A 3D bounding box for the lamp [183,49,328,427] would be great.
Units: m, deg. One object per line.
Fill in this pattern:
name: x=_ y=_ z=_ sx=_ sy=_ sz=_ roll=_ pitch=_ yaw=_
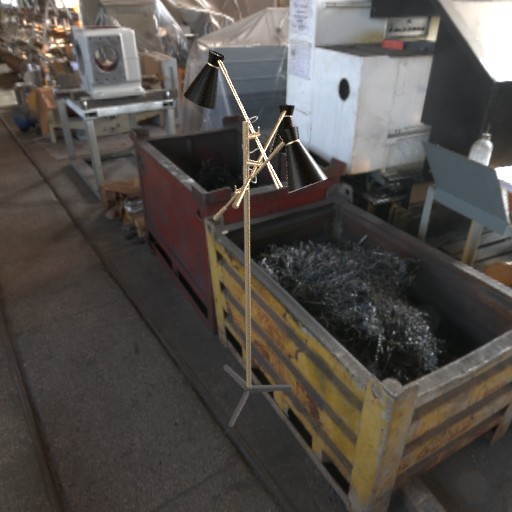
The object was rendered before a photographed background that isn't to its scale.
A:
lamp: x=0.000 y=0.000 z=2.175 sx=0.750 sy=1.804 sz=0.653 roll=12 pitch=33 yaw=19
